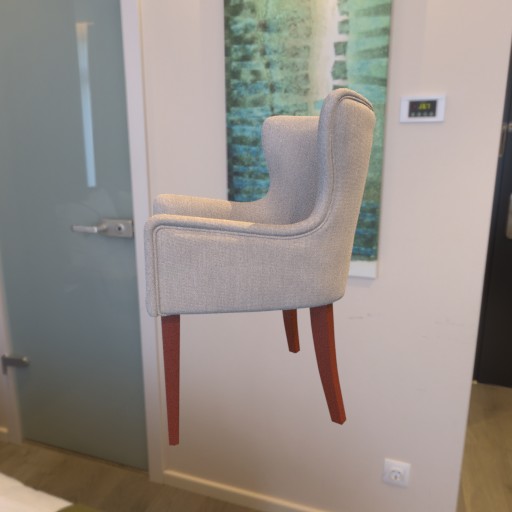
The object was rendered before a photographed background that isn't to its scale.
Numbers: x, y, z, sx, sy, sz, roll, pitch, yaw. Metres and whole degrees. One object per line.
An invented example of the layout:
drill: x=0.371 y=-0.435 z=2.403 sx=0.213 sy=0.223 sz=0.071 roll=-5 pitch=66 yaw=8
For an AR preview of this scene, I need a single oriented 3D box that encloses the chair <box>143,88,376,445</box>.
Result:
chair: x=0.000 y=0.000 z=1.448 sx=0.677 sy=0.948 sz=0.732 roll=-2 pitch=13 yaw=-10
